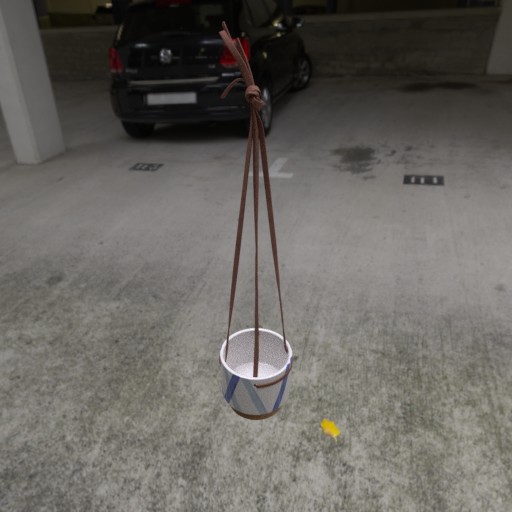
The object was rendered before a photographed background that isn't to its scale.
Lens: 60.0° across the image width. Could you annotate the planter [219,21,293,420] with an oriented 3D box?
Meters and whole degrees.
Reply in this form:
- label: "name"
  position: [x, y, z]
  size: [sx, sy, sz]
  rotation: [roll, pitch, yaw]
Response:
- label: "planter"
  position: [0.000, 0.000, 0.806]
  size: [0.157, 0.753, 0.153]
  rotation: [10, 33, 15]
